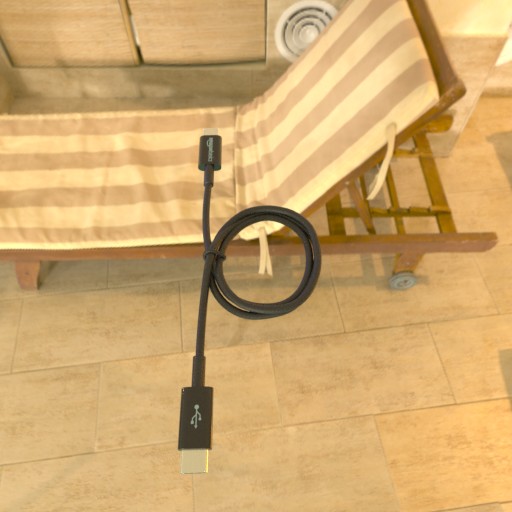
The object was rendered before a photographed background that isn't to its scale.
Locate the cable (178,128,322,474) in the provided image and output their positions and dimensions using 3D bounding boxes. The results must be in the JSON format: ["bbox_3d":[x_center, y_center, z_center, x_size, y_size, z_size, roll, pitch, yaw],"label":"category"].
[{"bbox_3d":[0.000,0.000,0.232,0.070,0.014,0.203,-1,57,-1],"label":"cable"}]
